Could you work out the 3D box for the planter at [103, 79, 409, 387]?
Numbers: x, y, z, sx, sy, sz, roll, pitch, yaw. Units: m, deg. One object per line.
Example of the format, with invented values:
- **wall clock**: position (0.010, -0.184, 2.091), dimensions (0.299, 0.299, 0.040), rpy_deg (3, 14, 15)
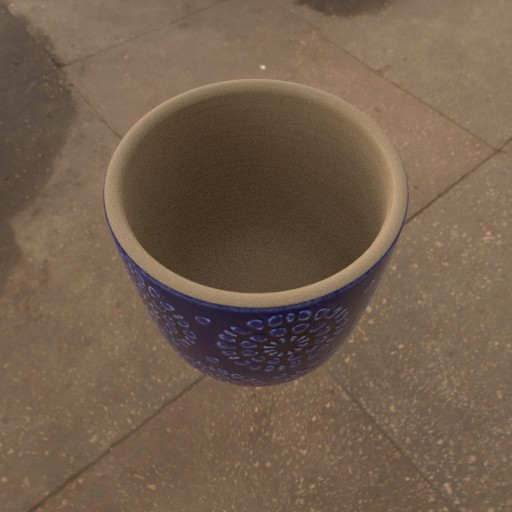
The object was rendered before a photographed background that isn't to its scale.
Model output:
- **planter**: position (0.000, 0.000, 0.204), dimensions (0.109, 0.112, 0.109), rpy_deg (0, 57, 0)
